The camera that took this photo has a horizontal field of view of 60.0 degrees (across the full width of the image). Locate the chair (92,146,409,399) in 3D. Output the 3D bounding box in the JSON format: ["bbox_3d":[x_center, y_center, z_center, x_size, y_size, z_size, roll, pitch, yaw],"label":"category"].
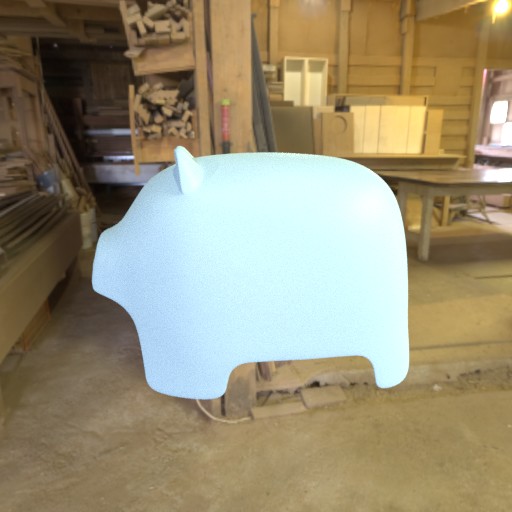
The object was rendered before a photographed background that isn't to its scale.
[{"bbox_3d":[0.000,0.000,0.884,0.619,0.423,0.364,-2,16,-8],"label":"chair"}]
